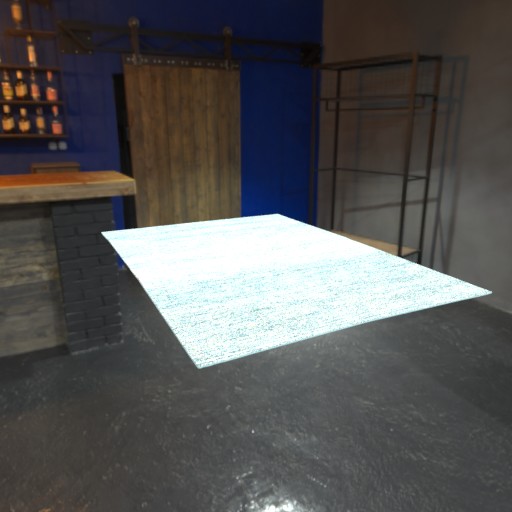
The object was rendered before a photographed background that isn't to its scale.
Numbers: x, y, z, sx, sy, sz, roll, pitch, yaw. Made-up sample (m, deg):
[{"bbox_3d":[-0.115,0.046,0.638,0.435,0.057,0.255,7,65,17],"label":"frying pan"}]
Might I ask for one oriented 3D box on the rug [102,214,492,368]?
[{"bbox_3d":[0.000,0.000,2.896,1.611,0.026,2.260,-8,19,-25],"label":"rug"}]
